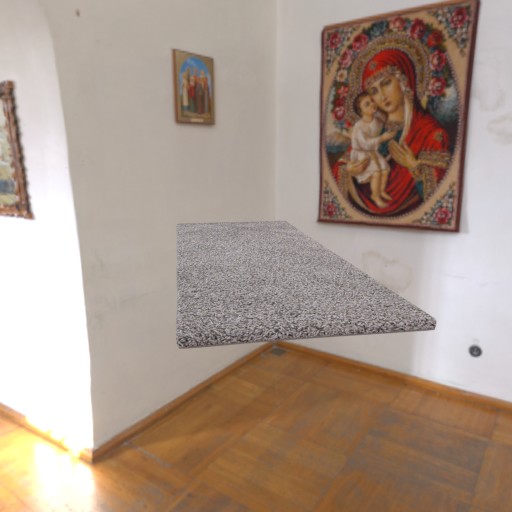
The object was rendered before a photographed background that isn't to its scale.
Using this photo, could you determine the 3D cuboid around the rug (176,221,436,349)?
[{"bbox_3d":[0.000,0.000,1.722,0.609,0.030,1.524,-2,14,-10],"label":"rug"}]
